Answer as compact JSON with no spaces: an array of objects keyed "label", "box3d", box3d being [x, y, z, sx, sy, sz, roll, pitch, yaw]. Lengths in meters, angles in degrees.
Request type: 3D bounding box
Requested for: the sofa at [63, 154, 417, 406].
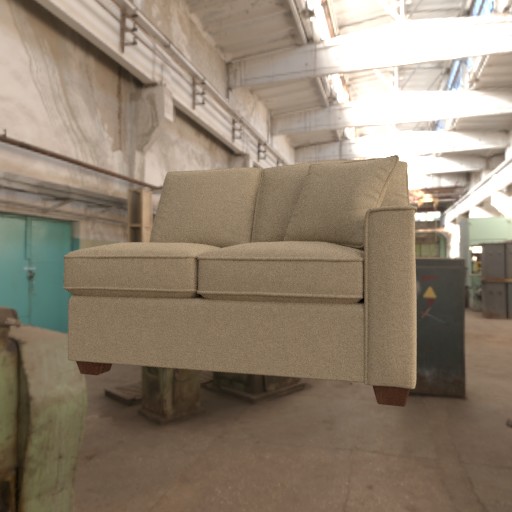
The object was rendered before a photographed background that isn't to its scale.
[{"label":"sofa","box3d":[0.000,0.000,2.052,1.388,0.989,0.991,0,-1,19]}]
